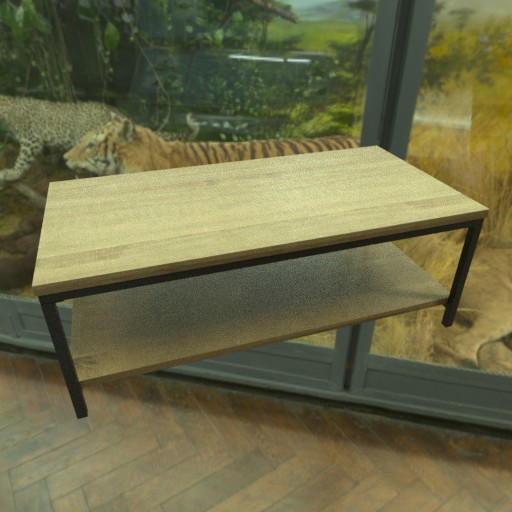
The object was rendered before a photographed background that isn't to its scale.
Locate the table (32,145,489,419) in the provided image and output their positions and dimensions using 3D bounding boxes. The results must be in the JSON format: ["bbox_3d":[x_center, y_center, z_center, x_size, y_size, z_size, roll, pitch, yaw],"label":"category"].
[{"bbox_3d":[0.000,0.000,1.335,1.100,0.399,0.551,-10,33,-15],"label":"table"}]
